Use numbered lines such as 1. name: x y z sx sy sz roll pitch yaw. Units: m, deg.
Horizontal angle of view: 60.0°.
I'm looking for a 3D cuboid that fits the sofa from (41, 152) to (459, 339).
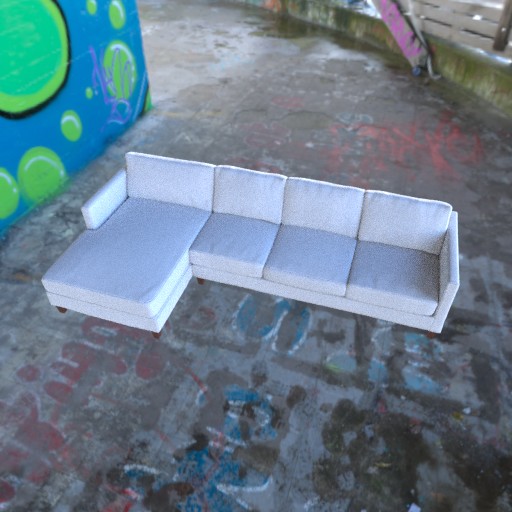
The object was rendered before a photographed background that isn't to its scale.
1. sofa: 0.000 0.000 3.791 3.186 0.861 1.625 12 44 13
